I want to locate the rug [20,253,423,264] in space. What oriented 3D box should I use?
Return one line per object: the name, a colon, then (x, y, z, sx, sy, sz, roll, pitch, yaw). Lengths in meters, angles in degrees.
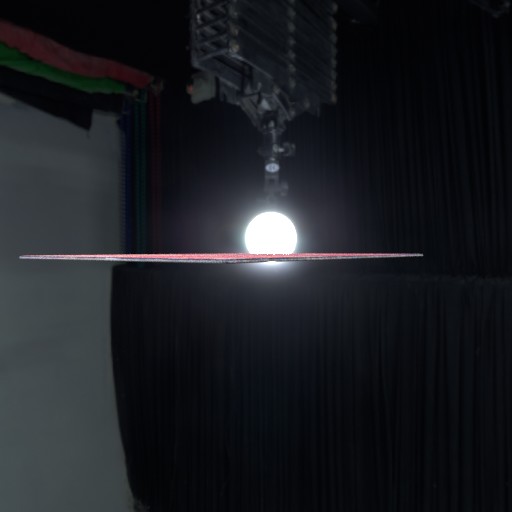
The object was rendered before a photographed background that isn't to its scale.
rug: (0.000, 0.000, 3.027, 1.539, 0.018, 2.449, 1, 1, 36)
